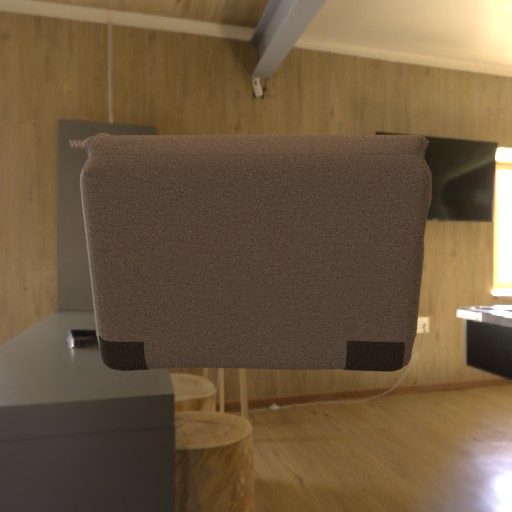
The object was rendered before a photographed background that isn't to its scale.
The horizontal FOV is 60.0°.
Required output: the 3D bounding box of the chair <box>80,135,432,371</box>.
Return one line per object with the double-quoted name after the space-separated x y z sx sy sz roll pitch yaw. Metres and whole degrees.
0.000 0.000 1.341 0.820 0.580 0.780 0 0 0 "chair"
